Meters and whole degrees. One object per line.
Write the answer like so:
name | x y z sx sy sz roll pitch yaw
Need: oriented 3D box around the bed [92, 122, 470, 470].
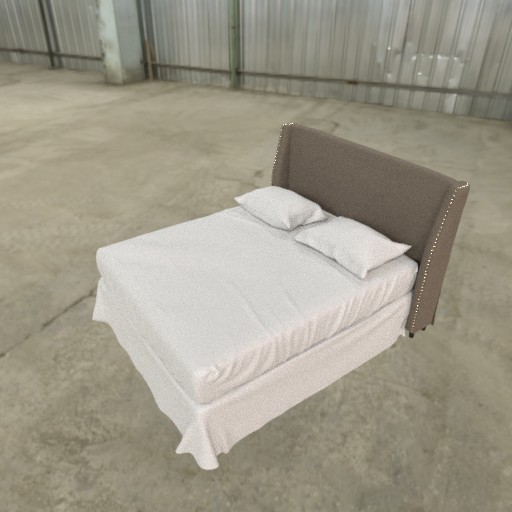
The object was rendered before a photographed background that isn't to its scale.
bed | 0.000 0.000 3.450 2.276 1.332 1.925 -21 38 -30
